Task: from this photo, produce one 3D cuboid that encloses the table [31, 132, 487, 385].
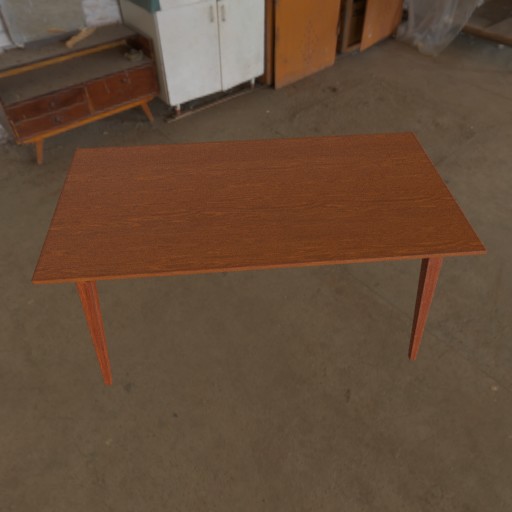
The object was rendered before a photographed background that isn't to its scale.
[{"bbox_3d":[0.000,0.000,2.105,1.609,0.755,0.811,-4,47,-4],"label":"table"}]
